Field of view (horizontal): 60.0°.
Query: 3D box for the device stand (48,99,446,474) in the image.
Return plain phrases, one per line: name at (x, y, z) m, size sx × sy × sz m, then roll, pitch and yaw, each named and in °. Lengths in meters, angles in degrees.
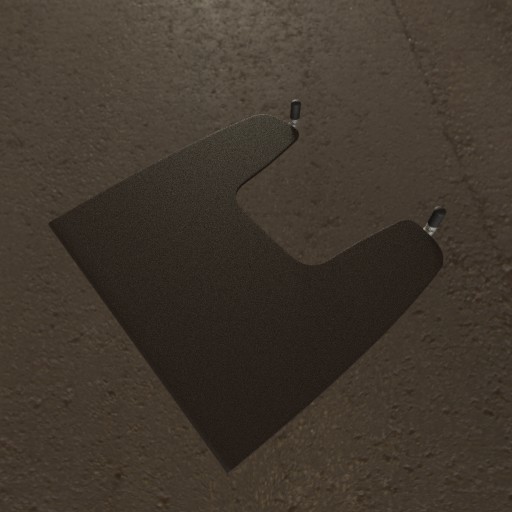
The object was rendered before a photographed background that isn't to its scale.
device stand at (0.000, 0.000, 0.356) m, size 0.230 × 0.092 × 0.230 m, roll -35°, pitch 64°, yaw -20°
